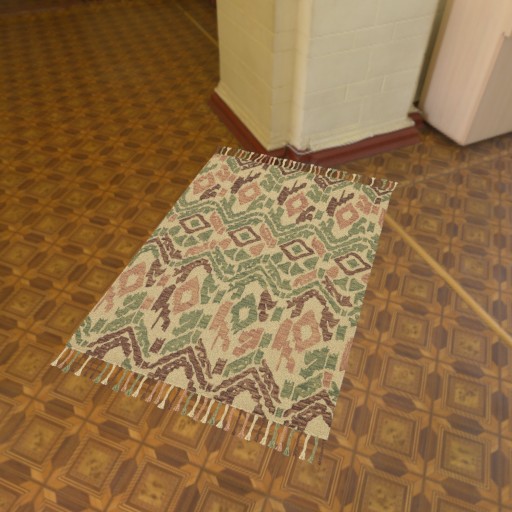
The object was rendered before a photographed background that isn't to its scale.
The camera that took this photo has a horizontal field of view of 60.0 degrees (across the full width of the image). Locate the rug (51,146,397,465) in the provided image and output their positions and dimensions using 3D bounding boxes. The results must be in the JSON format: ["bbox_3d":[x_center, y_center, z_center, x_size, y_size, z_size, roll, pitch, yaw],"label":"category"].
[{"bbox_3d":[0.000,0.000,2.329,1.219,0.010,1.829,15,48,14],"label":"rug"}]
